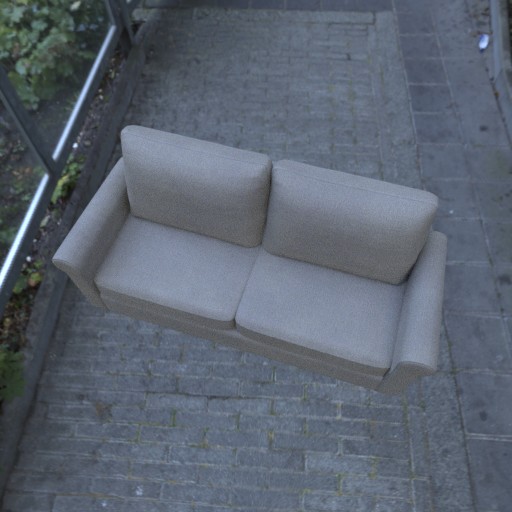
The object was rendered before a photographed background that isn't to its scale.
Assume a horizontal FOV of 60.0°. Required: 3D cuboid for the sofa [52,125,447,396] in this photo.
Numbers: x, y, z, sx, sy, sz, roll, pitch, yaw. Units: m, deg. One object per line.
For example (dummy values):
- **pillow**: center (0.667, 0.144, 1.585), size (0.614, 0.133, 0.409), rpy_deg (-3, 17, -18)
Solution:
- **sofa**: center (0.000, 0.000, 2.424), size (1.935, 0.942, 0.842), rpy_deg (15, 60, 9)
